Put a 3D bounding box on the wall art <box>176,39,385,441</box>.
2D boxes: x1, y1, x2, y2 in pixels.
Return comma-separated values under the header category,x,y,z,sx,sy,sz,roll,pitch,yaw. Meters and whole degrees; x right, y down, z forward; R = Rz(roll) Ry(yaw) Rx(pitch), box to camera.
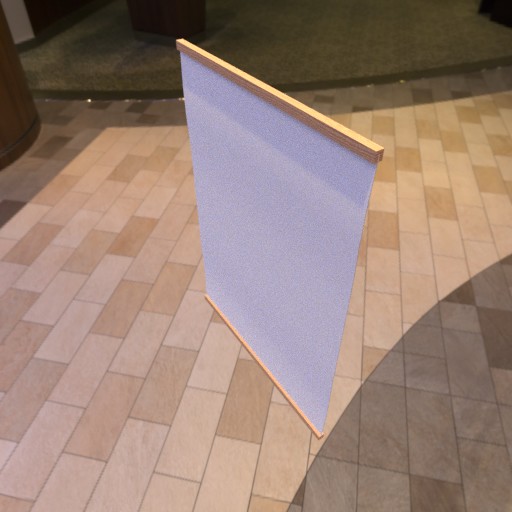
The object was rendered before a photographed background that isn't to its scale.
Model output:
category,x,y,z,sx,sy,sz,roll,pitch,yaw
wall art,0.000,0.000,1.303,0.020,1.016,0.739,-24,47,-25
